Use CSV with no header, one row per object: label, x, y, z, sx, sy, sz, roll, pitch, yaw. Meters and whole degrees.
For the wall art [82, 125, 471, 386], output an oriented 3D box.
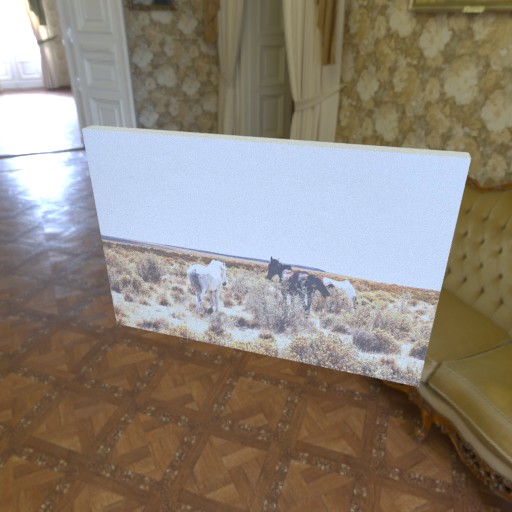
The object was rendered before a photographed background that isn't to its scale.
wall art,0.000,0.000,1.167,0.914,0.610,0.050,8,29,15
